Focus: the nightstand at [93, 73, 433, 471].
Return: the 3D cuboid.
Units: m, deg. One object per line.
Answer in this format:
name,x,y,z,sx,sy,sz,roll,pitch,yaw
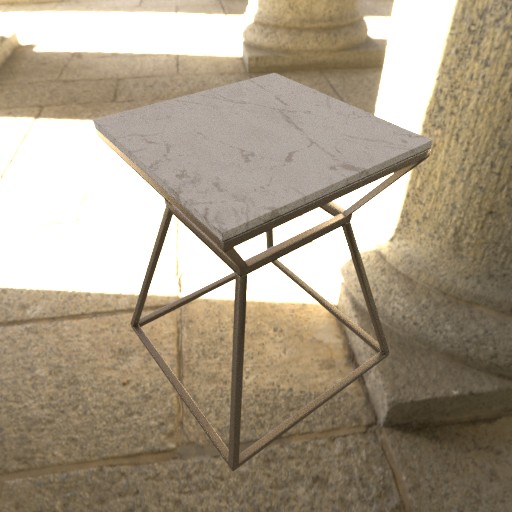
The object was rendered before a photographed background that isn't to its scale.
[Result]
nightstand,0.000,0.000,0.917,0.455,0.554,0.455,-26,47,-27
